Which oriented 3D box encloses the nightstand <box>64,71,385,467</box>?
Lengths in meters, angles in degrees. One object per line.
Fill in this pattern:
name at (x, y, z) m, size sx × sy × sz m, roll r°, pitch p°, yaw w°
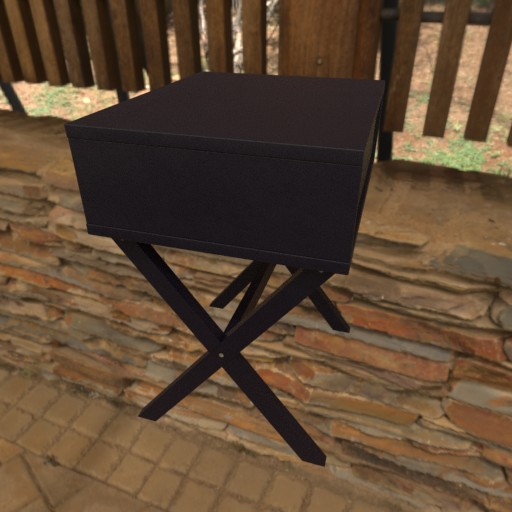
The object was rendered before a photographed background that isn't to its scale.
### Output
nightstand at (0.000, 0.000, 0.908) m, size 0.402 × 0.623 × 0.479 m, roll 9°, pitch 32°, yaw 14°
